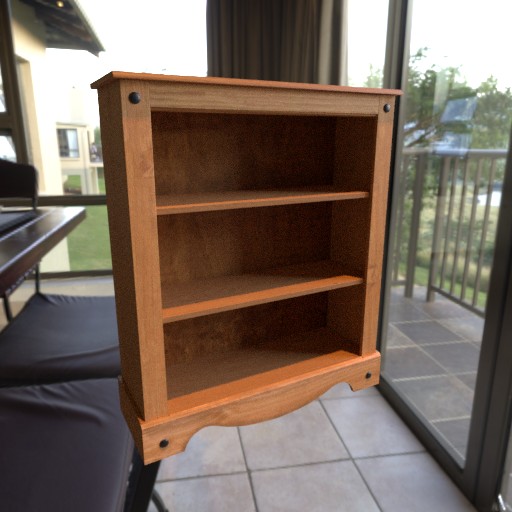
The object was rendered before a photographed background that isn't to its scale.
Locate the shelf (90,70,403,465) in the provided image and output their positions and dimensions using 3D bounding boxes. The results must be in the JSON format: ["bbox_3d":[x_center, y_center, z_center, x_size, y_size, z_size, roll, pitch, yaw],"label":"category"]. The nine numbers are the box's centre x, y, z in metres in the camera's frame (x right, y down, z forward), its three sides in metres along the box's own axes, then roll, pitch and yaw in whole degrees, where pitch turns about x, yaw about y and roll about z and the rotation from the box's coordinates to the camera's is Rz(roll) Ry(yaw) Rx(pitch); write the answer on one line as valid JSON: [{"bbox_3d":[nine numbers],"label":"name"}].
[{"bbox_3d":[0.000,0.000,1.367,0.840,0.980,0.291,-8,17,-28],"label":"shelf"}]
